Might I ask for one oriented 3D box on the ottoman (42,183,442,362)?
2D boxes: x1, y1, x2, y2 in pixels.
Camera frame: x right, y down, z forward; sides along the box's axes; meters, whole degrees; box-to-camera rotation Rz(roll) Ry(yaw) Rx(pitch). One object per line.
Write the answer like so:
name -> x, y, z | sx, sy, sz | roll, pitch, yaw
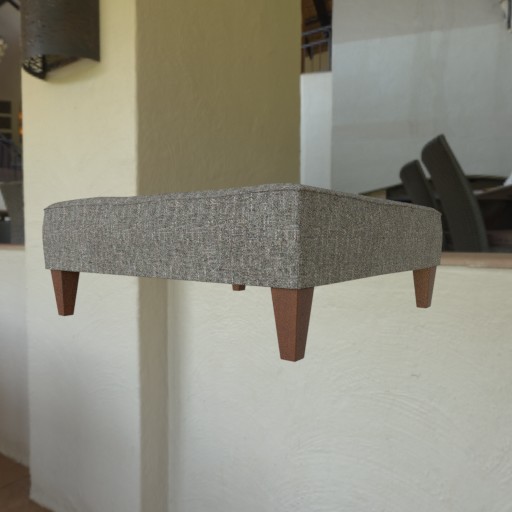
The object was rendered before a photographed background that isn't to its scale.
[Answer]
ottoman -> 0.000, 0.000, 1.524 | 0.981, 0.379, 1.016 | 2, 3, 37
